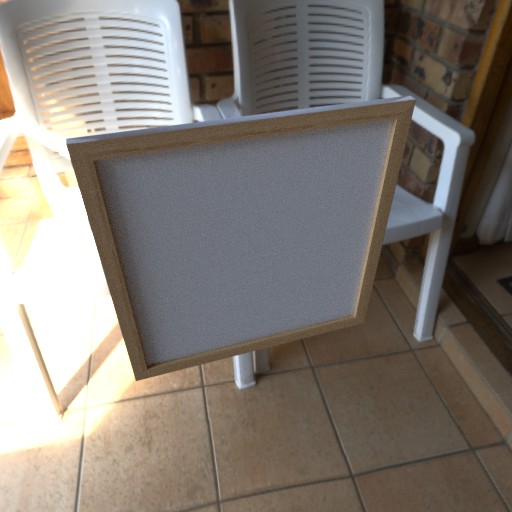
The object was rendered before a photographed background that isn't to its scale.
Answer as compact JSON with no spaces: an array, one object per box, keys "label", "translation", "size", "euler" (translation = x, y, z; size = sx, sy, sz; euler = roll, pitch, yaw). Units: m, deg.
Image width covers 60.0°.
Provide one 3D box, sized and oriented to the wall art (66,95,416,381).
[{"label":"wall art","translation":[0.000,0.000,1.179],"size":[0.762,0.762,0.027],"euler":[-12,41,-13]}]
